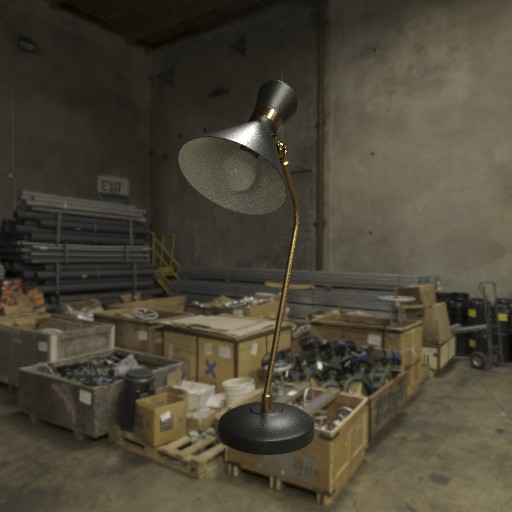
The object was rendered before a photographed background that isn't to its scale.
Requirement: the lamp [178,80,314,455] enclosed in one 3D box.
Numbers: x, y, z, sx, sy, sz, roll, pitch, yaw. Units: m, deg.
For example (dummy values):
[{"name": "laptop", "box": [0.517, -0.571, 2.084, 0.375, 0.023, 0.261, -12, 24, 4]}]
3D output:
[{"name": "lamp", "box": [0.000, 0.000, 0.777, 0.189, 0.647, 0.292, 0, 1, 36]}]
